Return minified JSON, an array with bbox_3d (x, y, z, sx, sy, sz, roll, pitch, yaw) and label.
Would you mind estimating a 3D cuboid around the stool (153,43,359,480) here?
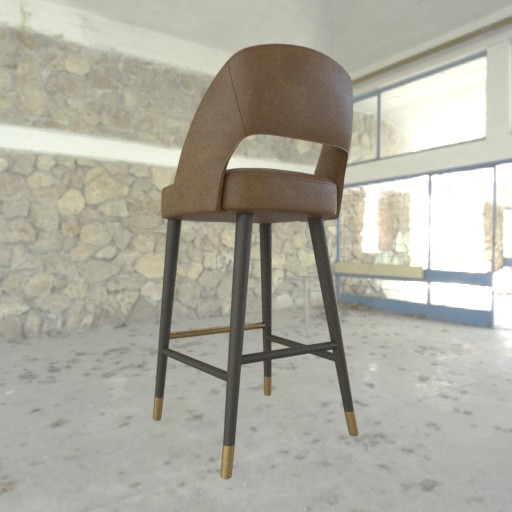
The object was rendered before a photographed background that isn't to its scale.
[{"bbox_3d":[0.000,0.000,1.312,0.494,1.037,0.509,0,1,-34],"label":"stool"}]
